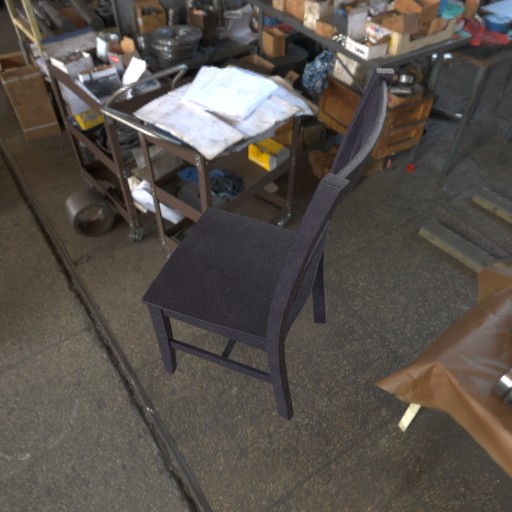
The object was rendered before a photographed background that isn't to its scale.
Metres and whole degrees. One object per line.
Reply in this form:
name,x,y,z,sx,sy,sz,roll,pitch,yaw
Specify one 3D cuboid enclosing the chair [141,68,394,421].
chair,0.000,0.000,1.295,0.542,0.983,0.485,16,49,15
